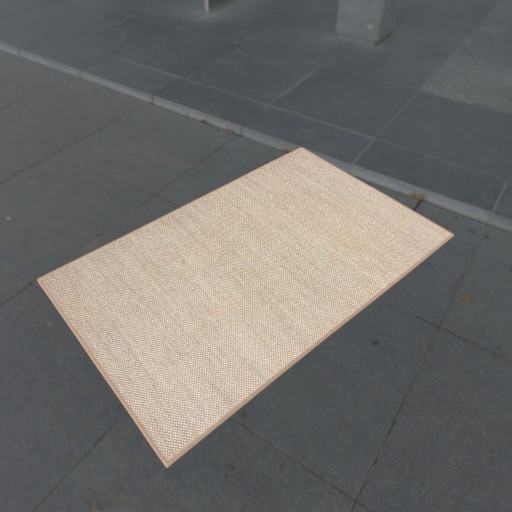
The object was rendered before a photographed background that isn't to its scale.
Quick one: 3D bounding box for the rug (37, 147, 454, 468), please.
[{"bbox_3d":[0.000,0.000,2.071,1.668,0.012,1.061,-32,53,-27],"label":"rug"}]
